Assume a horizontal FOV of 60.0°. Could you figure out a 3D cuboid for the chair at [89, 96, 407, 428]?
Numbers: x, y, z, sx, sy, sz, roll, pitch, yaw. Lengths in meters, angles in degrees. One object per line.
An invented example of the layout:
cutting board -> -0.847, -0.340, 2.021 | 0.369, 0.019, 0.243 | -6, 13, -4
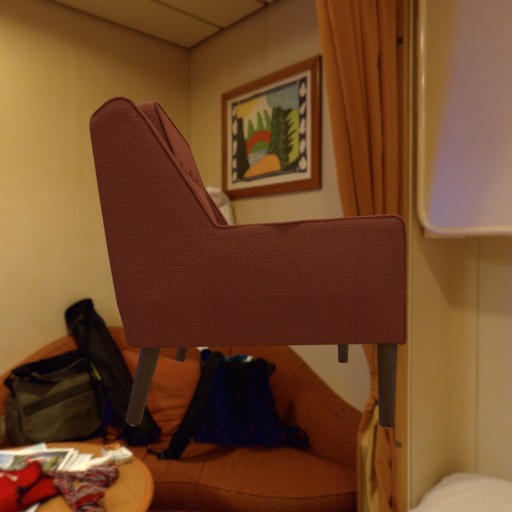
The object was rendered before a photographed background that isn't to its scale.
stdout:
chair -> 0.000, 0.000, 1.355 | 0.770, 0.812, 0.680 | 0, 1, 1
